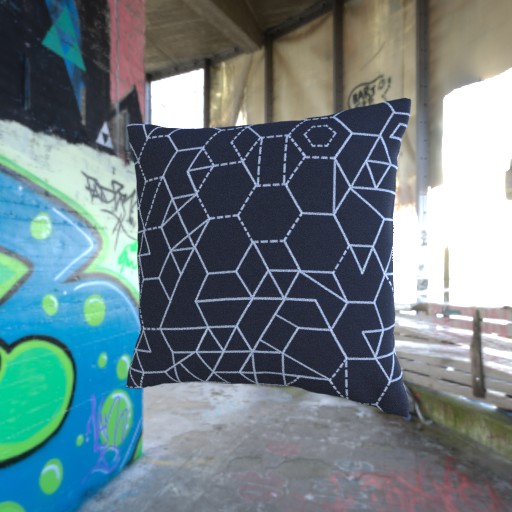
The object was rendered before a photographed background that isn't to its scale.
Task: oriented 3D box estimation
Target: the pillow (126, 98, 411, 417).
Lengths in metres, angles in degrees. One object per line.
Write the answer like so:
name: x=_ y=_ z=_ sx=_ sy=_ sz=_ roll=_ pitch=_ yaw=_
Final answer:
pillow: x=0.000 y=0.000 z=0.779 sx=0.517 sy=0.508 sz=0.158 roll=0 pitch=0 yaw=17
